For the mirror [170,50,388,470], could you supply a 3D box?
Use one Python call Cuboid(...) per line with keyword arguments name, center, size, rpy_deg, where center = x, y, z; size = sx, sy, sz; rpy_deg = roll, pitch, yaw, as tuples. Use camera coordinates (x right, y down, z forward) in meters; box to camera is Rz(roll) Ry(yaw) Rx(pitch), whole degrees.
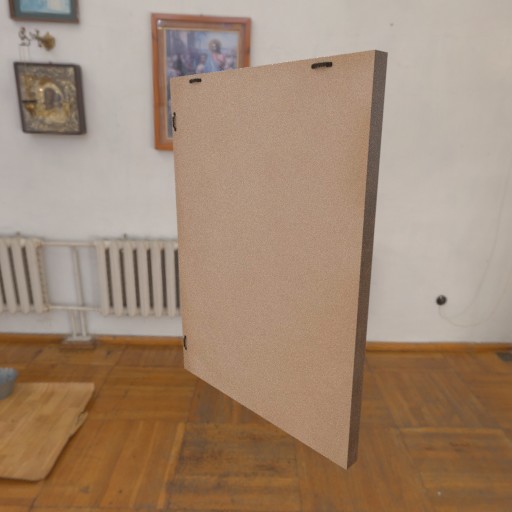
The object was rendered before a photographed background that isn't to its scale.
Cuboid(name="mirror", center=(0.000, 0.000, 0.901), size=(0.040, 0.710, 0.507), rpy_deg=(-15, 22, -42))
